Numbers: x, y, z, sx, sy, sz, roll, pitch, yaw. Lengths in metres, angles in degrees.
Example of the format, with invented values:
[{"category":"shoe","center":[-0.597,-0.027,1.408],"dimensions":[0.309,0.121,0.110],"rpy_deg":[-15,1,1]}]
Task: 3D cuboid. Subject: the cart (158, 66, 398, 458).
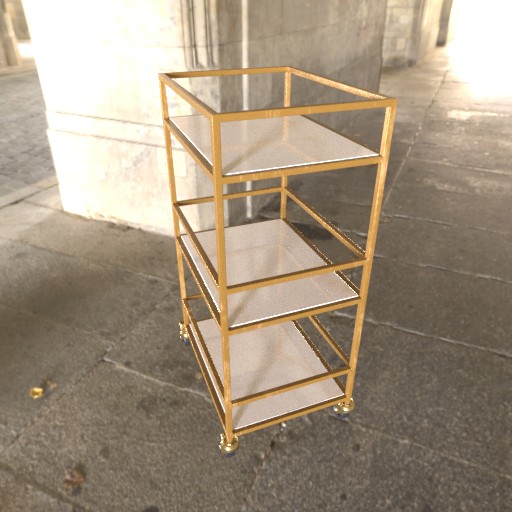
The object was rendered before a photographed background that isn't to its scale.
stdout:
[{"category":"cart","center":[0.000,0.000,1.028],"dimensions":[0.332,0.761,0.483],"rpy_deg":[-11,32,-18]}]
